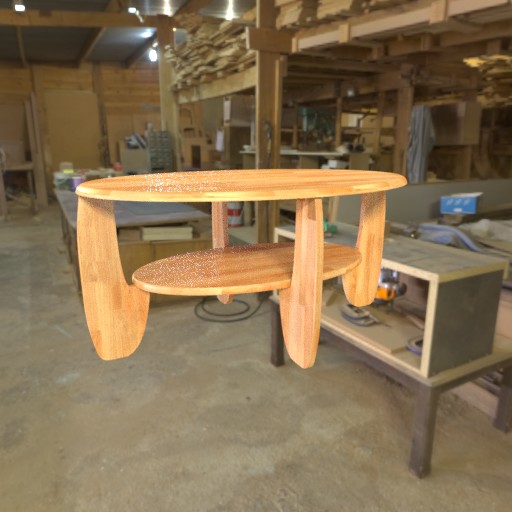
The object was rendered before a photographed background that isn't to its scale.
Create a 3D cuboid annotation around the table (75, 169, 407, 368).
[{"bbox_3d":[0.000,0.000,1.403,1.040,0.490,0.690,-8,17,-26],"label":"table"}]
